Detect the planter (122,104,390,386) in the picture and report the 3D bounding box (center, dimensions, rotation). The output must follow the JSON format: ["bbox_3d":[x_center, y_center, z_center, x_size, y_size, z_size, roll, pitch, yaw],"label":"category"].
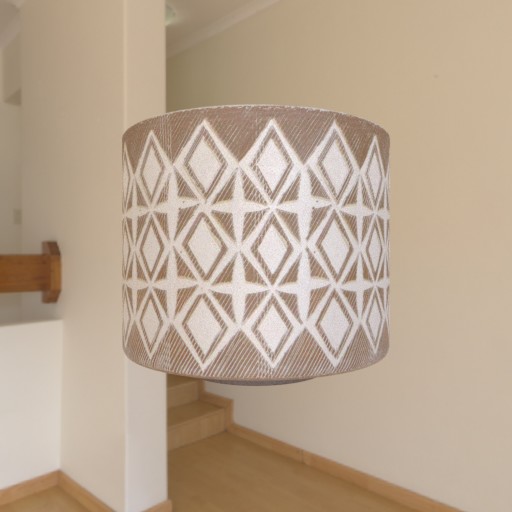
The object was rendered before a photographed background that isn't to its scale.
[{"bbox_3d":[0.000,0.000,0.334,0.193,0.165,0.193,0,0,0],"label":"planter"}]
